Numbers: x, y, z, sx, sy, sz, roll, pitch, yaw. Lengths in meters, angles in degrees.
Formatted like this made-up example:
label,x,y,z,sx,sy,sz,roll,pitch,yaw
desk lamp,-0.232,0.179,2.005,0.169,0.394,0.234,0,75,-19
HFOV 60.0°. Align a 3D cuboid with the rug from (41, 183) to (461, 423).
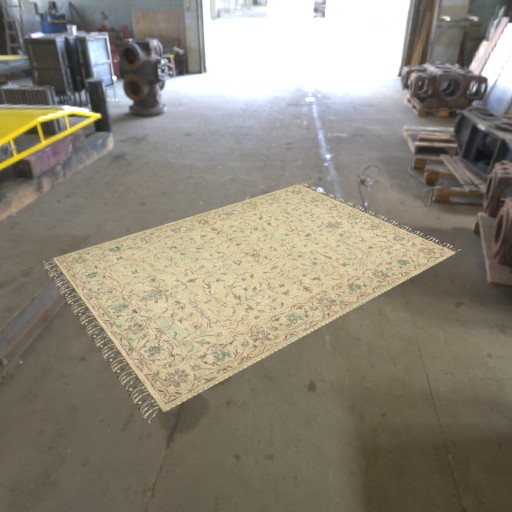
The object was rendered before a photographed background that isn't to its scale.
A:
label,x,y,z,sx,sy,sz,roll,pitch,yaw
rug,0.000,0.000,2.286,1.802,0.008,1.247,-21,37,-32
